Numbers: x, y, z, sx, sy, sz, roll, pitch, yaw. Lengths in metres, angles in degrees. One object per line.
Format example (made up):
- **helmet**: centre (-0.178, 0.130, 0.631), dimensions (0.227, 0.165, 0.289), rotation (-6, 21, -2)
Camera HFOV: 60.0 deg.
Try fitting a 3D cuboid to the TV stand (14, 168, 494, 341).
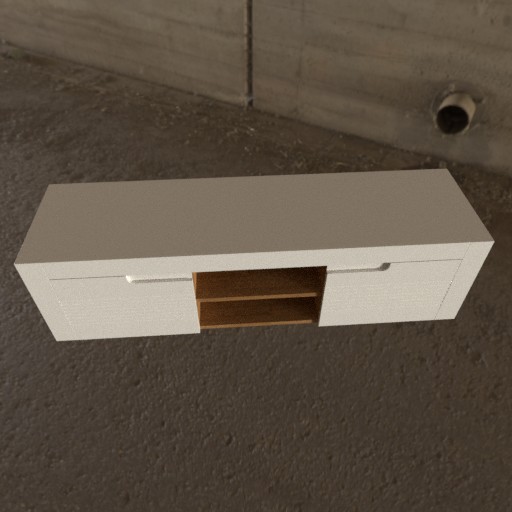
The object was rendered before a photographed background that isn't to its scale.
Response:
- **TV stand**: centre (0.000, 0.000, 1.680), dimensions (1.500, 0.440, 0.410), rotation (-3, 45, -3)
